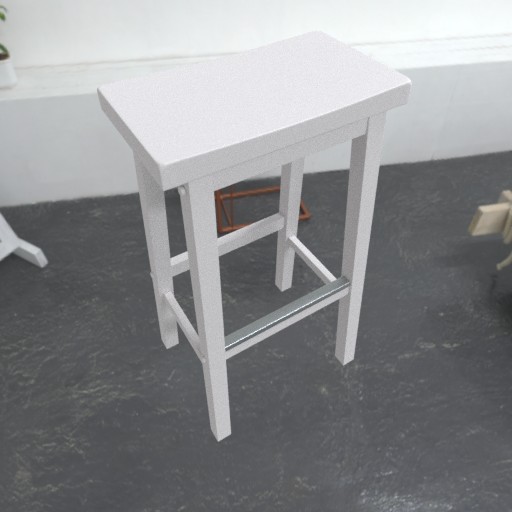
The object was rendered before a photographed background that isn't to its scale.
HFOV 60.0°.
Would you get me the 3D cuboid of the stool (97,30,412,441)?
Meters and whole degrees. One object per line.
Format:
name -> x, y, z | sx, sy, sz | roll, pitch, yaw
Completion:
stool -> 0.000, 0.000, 0.918 | 0.406, 0.742, 0.322 | -24, 52, -21
